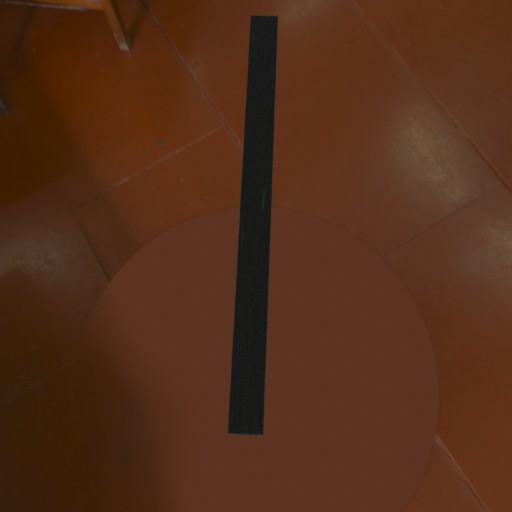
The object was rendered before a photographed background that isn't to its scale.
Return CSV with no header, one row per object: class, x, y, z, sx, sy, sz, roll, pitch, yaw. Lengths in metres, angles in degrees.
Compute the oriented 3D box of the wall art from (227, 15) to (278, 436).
wall art,0.000,0.000,0.749,0.036,0.506,0.506,2,75,1
